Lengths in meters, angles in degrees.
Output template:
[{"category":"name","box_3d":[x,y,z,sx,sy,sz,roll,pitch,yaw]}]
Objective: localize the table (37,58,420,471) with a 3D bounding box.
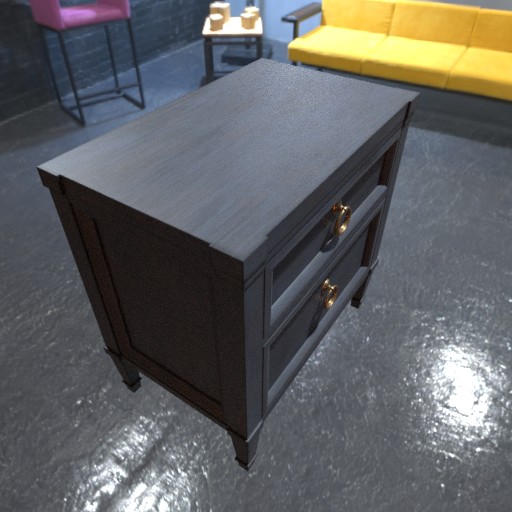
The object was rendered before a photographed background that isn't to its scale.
[{"category":"table","box_3d":[0.000,0.000,1.053,0.413,0.660,0.660,24,47,25]}]
